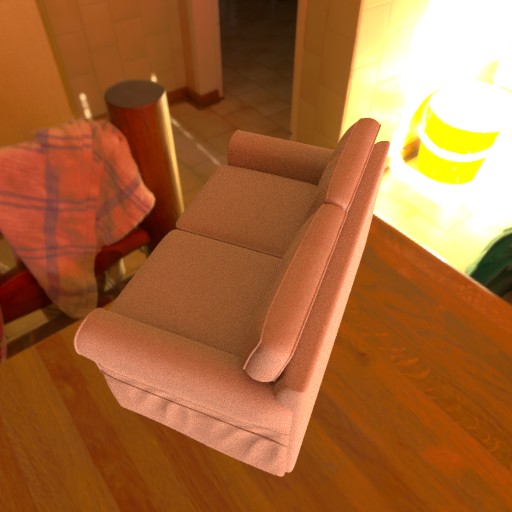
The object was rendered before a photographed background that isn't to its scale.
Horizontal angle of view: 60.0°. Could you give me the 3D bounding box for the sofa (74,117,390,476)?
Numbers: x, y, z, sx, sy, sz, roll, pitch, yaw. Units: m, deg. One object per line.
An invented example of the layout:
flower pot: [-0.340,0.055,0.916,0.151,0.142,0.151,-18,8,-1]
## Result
sofa: [0.000,0.000,2.322,0.991,0.940,1.727,16,48,15]
